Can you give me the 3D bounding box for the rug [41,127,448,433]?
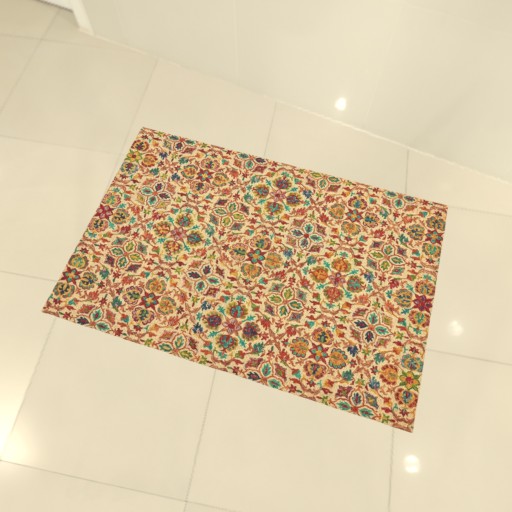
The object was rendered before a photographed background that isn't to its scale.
[{"bbox_3d":[0.000,0.000,2.315,1.838,0.013,1.226,16,66,7],"label":"rug"}]
